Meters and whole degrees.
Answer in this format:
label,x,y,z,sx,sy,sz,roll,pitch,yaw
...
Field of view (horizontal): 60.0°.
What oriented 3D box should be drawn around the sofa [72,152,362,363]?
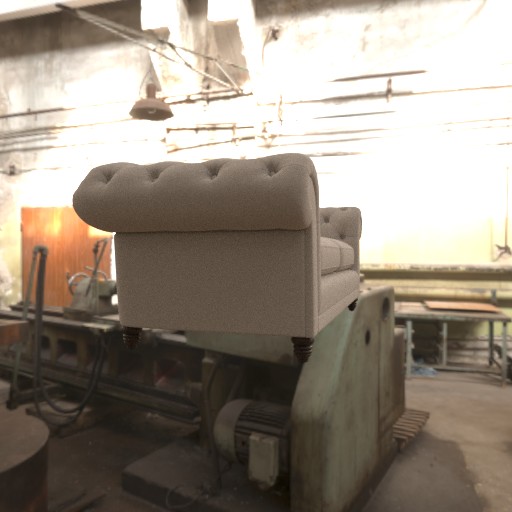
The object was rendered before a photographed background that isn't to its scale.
label,x,y,z,sx,sy,sz,roll,pitch,yaw
sofa,0.000,0.000,2.464,0.986,0.764,1.998,0,0,19
